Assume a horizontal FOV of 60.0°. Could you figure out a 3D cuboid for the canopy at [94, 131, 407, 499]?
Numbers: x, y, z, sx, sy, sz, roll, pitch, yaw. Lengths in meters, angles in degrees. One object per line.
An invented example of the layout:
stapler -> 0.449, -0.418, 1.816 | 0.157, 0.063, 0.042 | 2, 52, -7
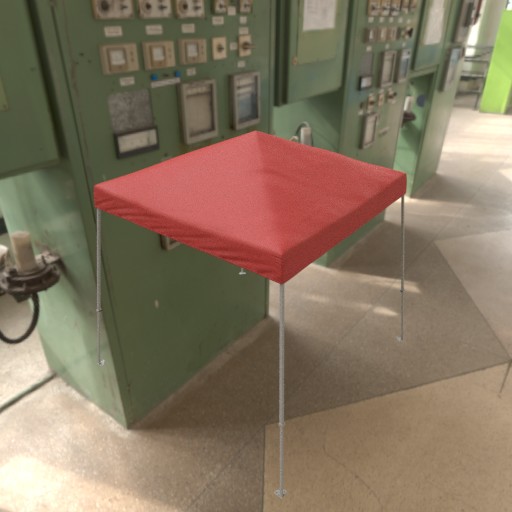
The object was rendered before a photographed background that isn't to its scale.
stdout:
canopy -> 0.000, 0.000, 6.441 | 3.600, 3.600, 3.599 | 21, 35, 33
